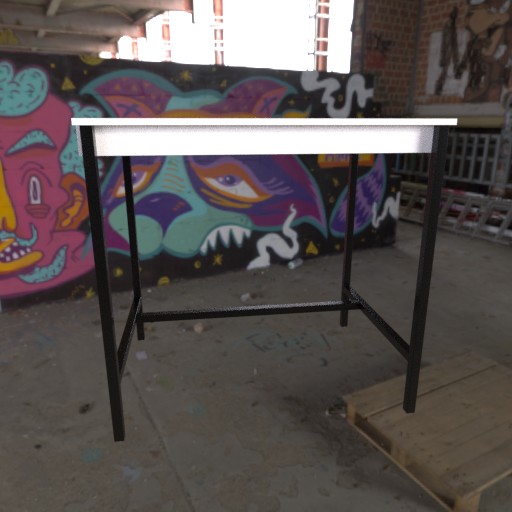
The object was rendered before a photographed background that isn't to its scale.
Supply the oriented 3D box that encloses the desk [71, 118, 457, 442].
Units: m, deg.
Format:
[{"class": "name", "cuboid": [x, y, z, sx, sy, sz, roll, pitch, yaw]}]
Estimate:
[{"class": "desk", "cuboid": [0.000, 0.000, 1.300, 0.811, 0.766, 0.573, -2, 17, -8]}]
